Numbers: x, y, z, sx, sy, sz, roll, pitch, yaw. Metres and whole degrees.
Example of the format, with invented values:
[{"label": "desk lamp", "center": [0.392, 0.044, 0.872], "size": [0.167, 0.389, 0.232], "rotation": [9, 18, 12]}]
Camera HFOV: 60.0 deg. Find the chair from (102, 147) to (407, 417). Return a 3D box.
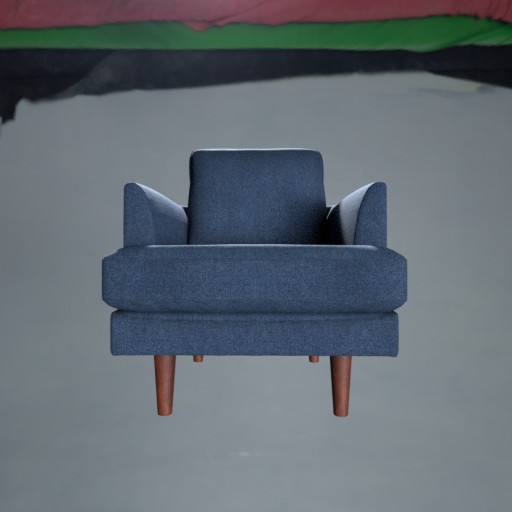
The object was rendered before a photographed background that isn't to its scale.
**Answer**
[{"label": "chair", "center": [0.000, 0.000, 1.650], "size": [0.858, 0.957, 0.899], "rotation": [0, 0, 1]}]
